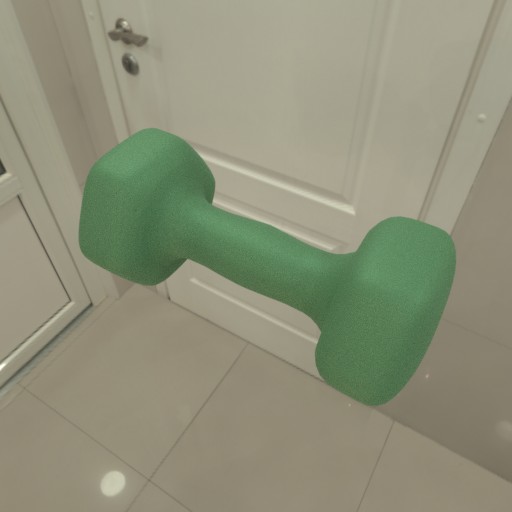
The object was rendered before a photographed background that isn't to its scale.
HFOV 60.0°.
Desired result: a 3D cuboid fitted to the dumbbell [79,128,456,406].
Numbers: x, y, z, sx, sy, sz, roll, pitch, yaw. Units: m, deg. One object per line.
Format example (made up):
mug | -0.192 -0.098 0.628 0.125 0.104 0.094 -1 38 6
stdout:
dumbbell | 0.000 0.000 0.323 0.260 0.117 0.129 24 51 21
